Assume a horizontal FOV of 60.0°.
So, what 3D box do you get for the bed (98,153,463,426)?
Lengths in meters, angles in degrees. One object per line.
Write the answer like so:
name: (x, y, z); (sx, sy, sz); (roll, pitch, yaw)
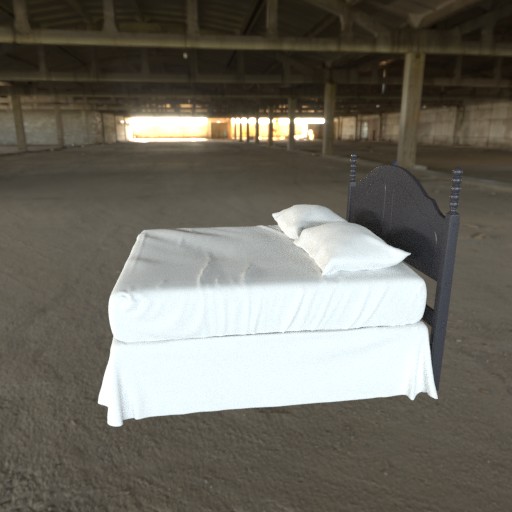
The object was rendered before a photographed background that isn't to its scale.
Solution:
bed: (0.000, 0.000, 3.182); (2.040, 1.356, 1.873); (-2, 16, -8)
